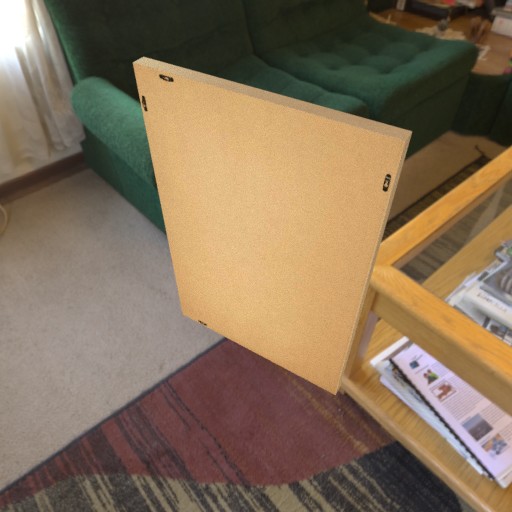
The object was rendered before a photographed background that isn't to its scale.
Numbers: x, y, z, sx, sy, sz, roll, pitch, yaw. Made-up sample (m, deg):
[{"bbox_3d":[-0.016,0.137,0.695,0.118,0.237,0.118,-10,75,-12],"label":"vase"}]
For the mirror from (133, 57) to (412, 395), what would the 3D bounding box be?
[{"bbox_3d":[0.000,0.000,1.194,0.609,0.915,0.041,24,51,21],"label":"mirror"}]
